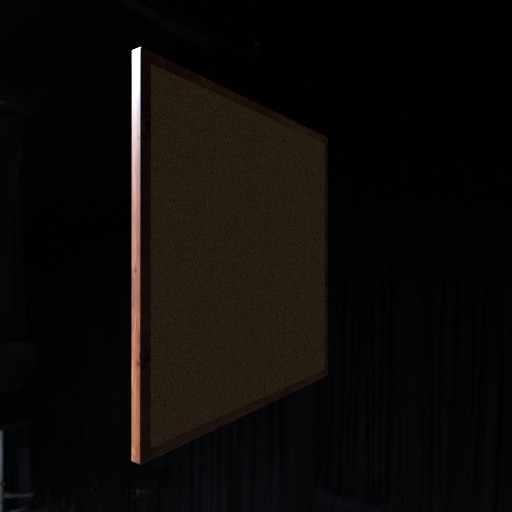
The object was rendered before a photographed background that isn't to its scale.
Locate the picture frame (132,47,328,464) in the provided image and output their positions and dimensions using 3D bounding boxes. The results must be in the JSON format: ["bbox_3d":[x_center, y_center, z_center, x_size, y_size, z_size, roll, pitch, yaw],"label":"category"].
[{"bbox_3d":[0.000,0.000,1.201,0.029,0.817,0.810,0,0,36],"label":"picture frame"}]
